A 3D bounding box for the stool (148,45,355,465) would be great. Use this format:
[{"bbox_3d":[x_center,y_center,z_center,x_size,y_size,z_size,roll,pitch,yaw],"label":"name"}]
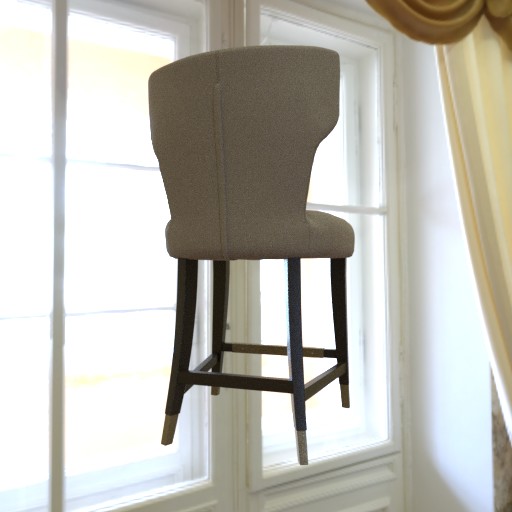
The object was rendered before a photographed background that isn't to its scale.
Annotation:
[{"bbox_3d":[0.000,0.000,1.290,0.527,0.982,0.563,0,-1,18],"label":"stool"}]
